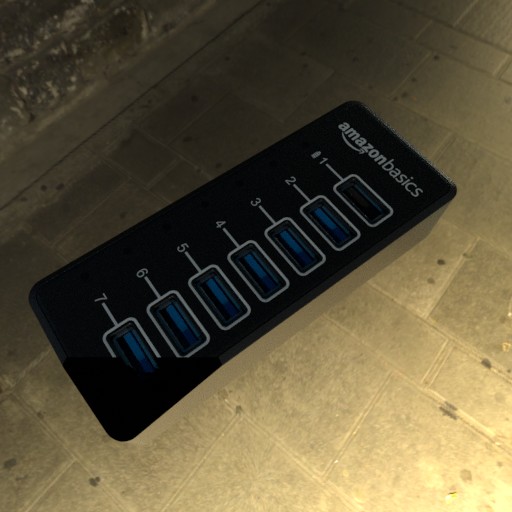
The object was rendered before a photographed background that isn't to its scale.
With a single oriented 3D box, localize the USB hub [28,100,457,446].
[{"bbox_3d":[0.000,0.000,0.124,0.110,0.023,0.044,-33,68,-16],"label":"USB hub"}]
